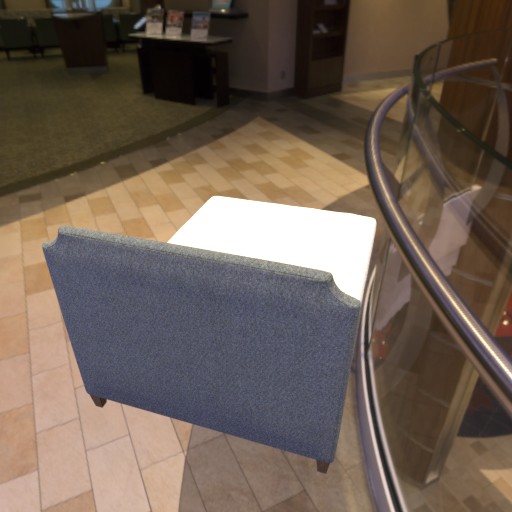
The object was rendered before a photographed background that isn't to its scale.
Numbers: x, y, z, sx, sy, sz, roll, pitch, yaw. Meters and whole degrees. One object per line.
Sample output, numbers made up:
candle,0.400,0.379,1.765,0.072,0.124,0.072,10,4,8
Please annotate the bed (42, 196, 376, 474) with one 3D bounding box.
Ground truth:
bed,0.000,0.000,3.415,1.712,1.443,2.372,10,34,15
